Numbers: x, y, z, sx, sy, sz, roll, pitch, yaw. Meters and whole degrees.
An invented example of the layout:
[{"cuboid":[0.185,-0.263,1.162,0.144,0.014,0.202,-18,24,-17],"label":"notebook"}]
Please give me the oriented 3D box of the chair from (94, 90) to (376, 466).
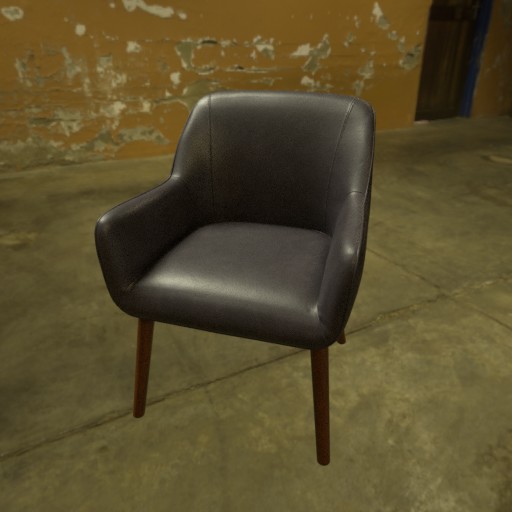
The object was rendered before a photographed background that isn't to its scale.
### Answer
[{"cuboid":[0.000,0.000,1.245,0.610,0.828,0.610,8,26,16],"label":"chair"}]
